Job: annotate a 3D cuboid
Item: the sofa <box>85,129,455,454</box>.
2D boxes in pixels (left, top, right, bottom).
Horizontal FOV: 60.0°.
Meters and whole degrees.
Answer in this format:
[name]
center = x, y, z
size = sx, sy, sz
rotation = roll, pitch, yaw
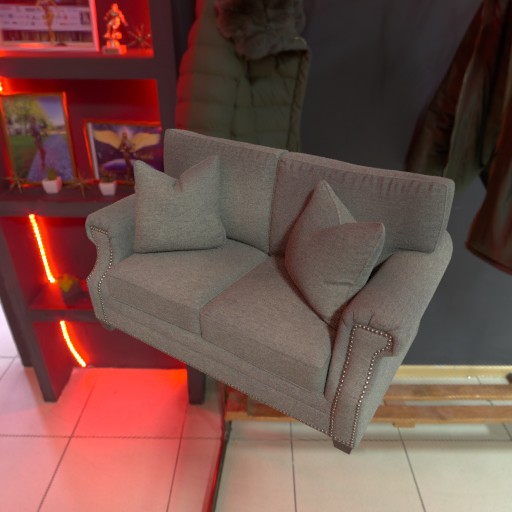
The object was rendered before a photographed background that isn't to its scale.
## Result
[sofa]
center = 0.000, 0.000, 2.227
size = 1.701, 0.966, 0.966
rotation = 18, 34, 28
